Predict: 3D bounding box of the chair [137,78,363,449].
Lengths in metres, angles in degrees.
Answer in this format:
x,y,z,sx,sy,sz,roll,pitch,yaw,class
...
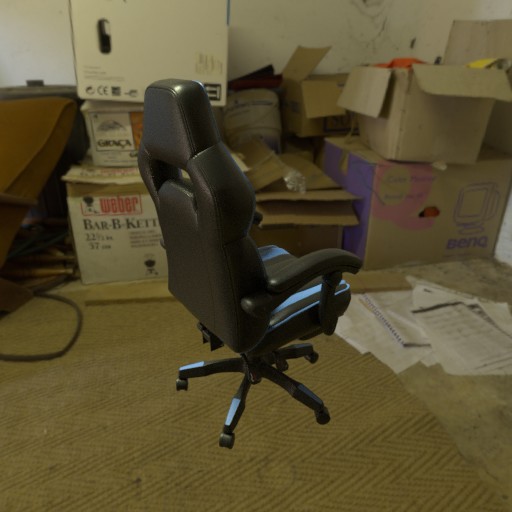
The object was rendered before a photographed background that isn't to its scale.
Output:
x,y,z,sx,sy,sz,roll,pitch,yaw,class
0.000,0.000,1.705,0.700,1.280,0.700,-16,29,-32,chair
